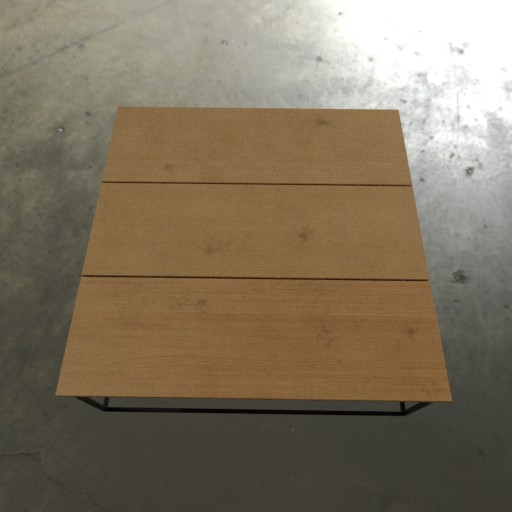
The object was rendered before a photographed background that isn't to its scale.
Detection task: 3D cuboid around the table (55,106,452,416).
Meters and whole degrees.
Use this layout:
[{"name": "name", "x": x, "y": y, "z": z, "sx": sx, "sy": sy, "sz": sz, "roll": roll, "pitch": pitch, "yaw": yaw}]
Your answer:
[{"name": "table", "x": 0.000, "y": 0.000, "z": 1.659, "sx": 1.100, "sy": 0.400, "sz": 1.100, "roll": 1, "pitch": 62, "yaw": 0}]
